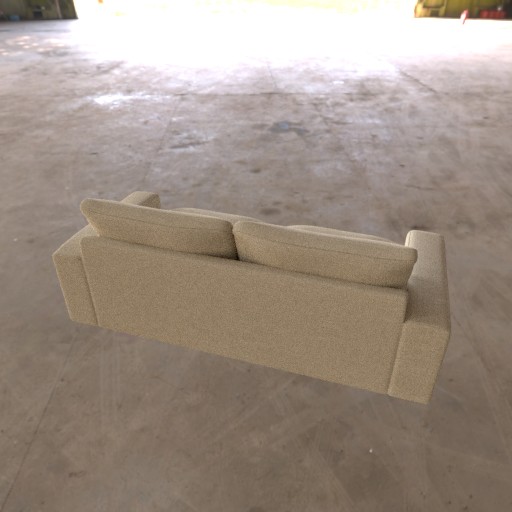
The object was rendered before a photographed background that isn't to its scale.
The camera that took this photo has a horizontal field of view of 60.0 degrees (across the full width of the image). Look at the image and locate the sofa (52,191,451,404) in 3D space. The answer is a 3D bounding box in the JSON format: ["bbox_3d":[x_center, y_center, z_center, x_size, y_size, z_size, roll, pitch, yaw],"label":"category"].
[{"bbox_3d":[0.000,0.000,2.881,2.299,0.922,1.040,10,34,15],"label":"sofa"}]
